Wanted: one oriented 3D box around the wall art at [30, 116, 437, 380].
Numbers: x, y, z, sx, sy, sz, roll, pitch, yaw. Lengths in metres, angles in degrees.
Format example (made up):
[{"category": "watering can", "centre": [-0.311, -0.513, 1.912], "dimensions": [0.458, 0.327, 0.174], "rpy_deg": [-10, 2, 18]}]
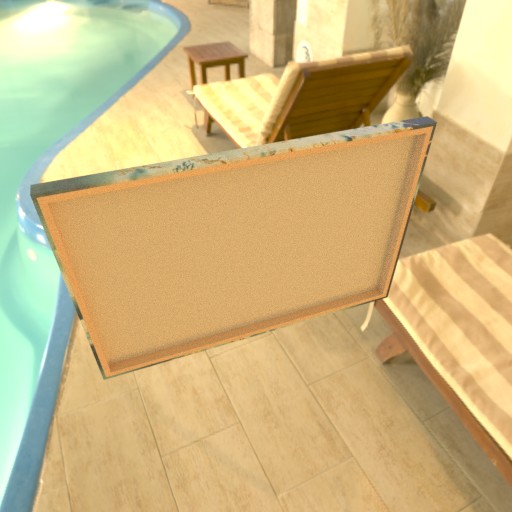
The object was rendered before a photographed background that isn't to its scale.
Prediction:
[{"category": "wall art", "centre": [0.000, 0.000, 1.159], "dimensions": [0.912, 0.608, 0.038], "rpy_deg": [-14, 43, -15]}]
